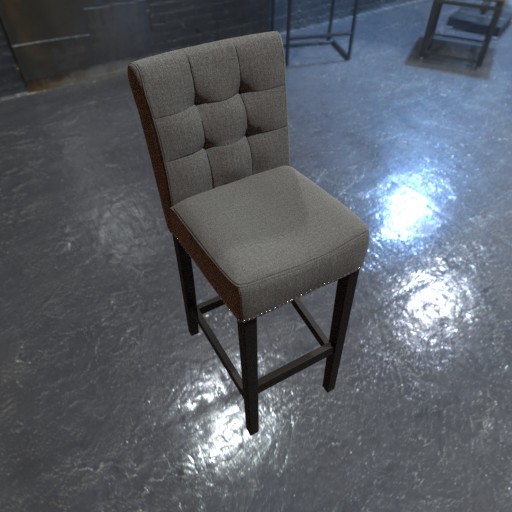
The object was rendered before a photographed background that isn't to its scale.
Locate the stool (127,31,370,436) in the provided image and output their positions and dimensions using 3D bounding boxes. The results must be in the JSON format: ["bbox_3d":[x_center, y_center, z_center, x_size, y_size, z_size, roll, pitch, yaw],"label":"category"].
[{"bbox_3d":[0.000,0.000,1.305,0.411,1.047,0.548,-22,50,-20],"label":"stool"}]
